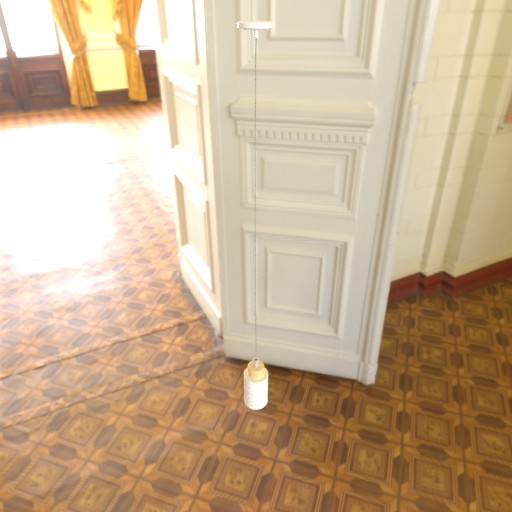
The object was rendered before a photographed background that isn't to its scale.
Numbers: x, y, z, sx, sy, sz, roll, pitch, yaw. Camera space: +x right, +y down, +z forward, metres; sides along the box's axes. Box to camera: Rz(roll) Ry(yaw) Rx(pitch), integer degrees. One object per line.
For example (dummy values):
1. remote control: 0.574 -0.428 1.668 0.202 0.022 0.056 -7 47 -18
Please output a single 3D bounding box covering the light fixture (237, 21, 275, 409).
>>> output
1. light fixture: 0.000 0.000 1.922 0.125 1.798 0.125 9 32 16
